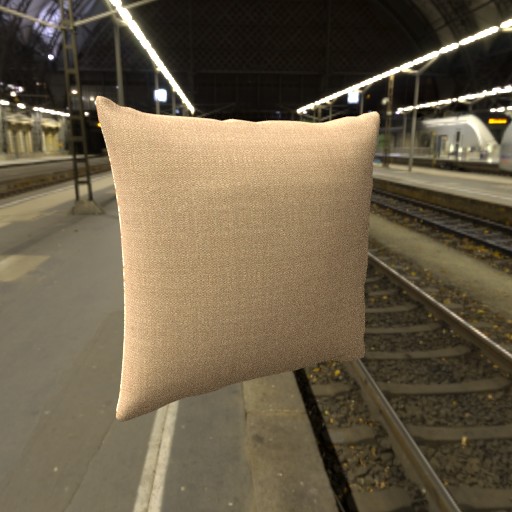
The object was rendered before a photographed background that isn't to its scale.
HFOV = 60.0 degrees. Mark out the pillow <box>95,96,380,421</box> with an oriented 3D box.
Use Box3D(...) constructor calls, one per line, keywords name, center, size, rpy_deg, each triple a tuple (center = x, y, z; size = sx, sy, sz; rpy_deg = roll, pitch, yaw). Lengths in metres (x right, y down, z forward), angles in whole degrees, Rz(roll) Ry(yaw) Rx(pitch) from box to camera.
Box3D(name="pillow", center=(0.000, 0.000, 0.793), size=(0.521, 0.519, 0.215), rpy_deg=(-7, 16, -25))
